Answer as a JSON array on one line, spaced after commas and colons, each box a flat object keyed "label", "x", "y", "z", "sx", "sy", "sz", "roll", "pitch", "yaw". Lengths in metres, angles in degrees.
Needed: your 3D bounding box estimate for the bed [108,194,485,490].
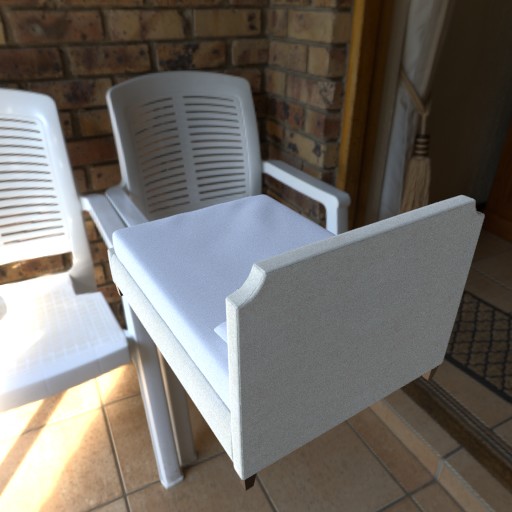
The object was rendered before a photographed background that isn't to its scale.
[{"label": "bed", "x": 0.000, "y": 0.000, "z": 3.392, "sx": 1.713, "sy": 1.457, "sz": 2.381, "roll": -18, "pitch": 35, "yaw": -28}]
